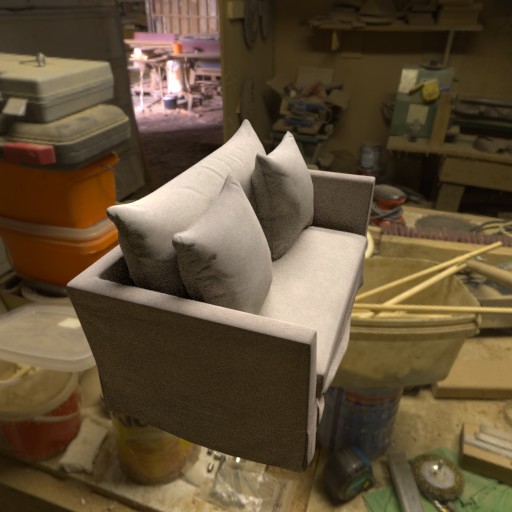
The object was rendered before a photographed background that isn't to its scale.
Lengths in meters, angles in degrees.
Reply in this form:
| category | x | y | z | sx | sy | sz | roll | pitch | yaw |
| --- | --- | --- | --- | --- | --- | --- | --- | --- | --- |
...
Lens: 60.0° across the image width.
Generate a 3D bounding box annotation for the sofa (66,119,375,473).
| category | x | y | z | sx | sy | sz | roll | pitch | yaw |
| --- | --- | --- | --- | --- | --- | --- | --- | --- | --- |
| sofa | 0.000 | 0.000 | 2.290 | 1.035 | 1.040 | 1.608 | 11 | 32 | 17 |
